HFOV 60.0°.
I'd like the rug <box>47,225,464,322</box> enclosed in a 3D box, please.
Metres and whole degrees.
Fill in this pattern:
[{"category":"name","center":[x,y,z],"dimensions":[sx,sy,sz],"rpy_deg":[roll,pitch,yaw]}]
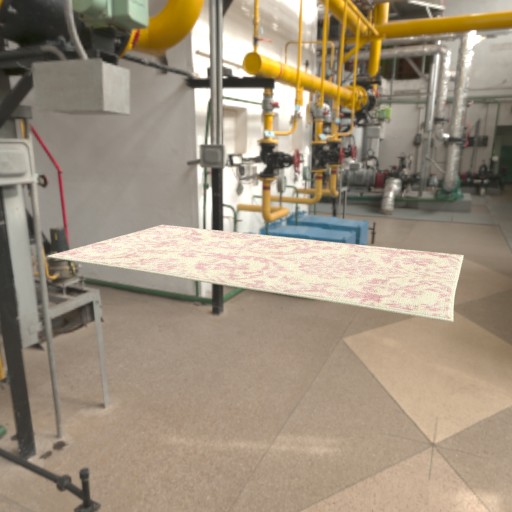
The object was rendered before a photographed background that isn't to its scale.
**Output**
[{"category":"rug","center":[0.000,0.000,1.448],"dimensions":[1.219,0.007,0.604],"rpy_deg":[7,16,25]}]
